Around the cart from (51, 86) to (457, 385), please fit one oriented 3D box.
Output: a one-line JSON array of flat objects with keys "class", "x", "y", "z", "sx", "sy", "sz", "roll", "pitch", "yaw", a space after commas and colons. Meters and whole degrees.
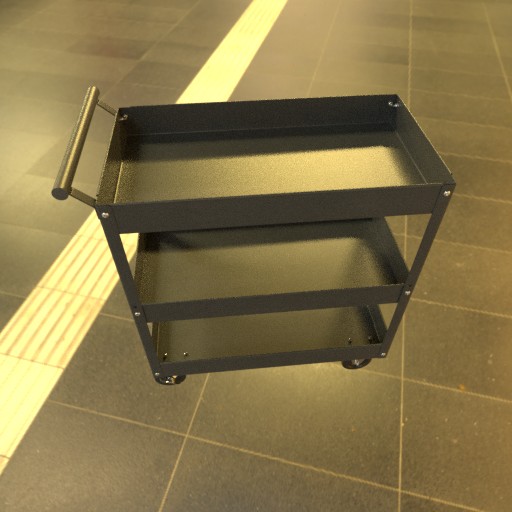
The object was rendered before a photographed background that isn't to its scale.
[{"class": "cart", "x": 0.000, "y": 0.000, "z": 1.159, "sx": 0.719, "sy": 0.780, "sz": 0.366, "roll": -4, "pitch": 47, "yaw": -4}]
